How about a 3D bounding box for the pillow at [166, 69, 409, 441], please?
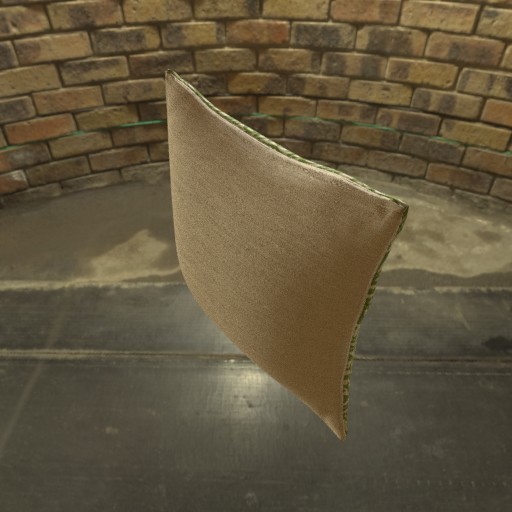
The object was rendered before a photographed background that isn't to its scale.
[{"bbox_3d":[0.000,0.000,0.650,0.162,0.419,0.440,-27,48,-27],"label":"pillow"}]
